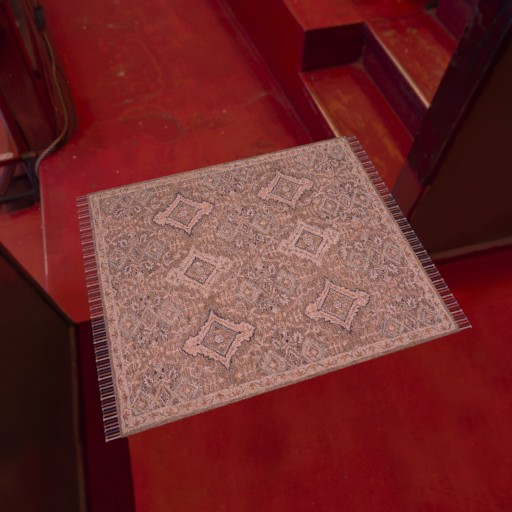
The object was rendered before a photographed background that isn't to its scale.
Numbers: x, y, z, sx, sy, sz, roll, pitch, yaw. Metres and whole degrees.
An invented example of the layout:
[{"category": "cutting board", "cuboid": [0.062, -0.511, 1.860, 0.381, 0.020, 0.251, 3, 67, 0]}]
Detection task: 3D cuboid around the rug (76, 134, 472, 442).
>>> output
[{"category": "rug", "cuboid": [0.000, 0.000, 4.108, 3.056, 0.010, 2.437, -15, 59, -9]}]
